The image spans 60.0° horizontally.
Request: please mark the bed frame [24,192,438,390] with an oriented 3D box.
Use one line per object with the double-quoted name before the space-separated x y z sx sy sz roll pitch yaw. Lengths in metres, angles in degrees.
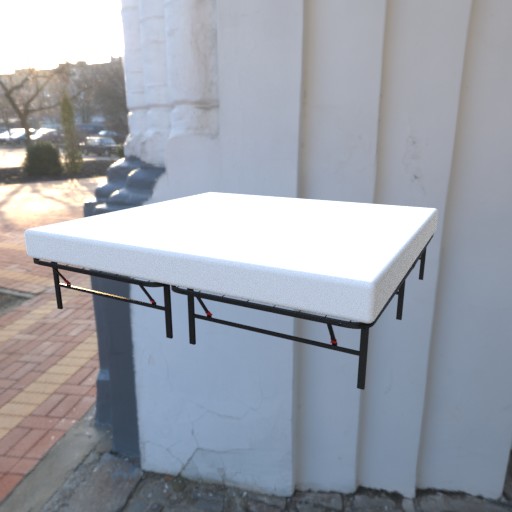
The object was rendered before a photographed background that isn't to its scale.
"bed frame" 0.000 0.000 2.982 2.033 0.525 1.935 8 18 27
